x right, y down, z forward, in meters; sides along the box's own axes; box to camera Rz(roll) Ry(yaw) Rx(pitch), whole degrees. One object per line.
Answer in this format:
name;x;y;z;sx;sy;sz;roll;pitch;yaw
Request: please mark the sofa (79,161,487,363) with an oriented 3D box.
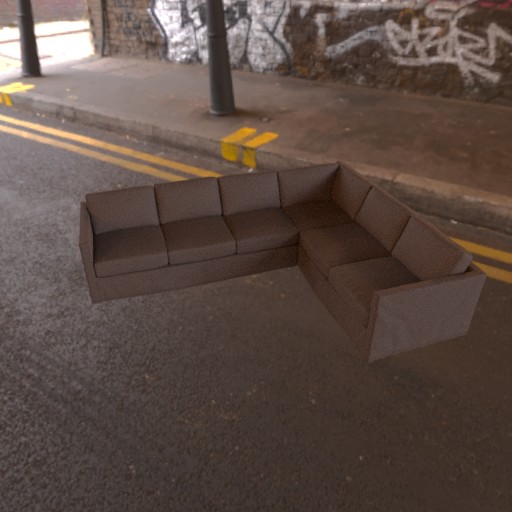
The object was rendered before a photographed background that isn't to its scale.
sofa;0.000;0.000;4.285;3.182;0.871;2.432;-10;34;-15
